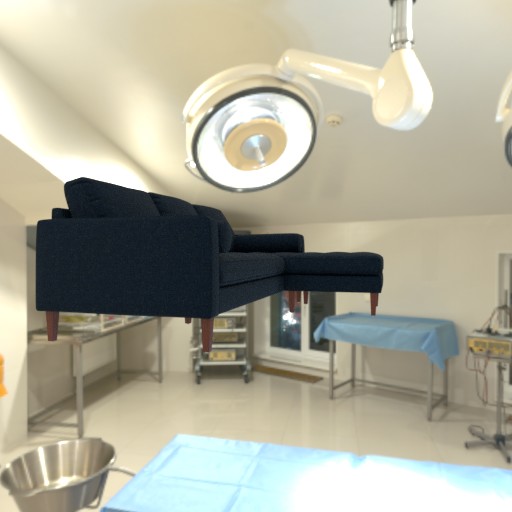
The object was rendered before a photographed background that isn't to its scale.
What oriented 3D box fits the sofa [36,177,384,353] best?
[{"bbox_3d":[0.000,0.000,2.959,1.613,0.841,2.185,0,1,17],"label":"sofa"}]
